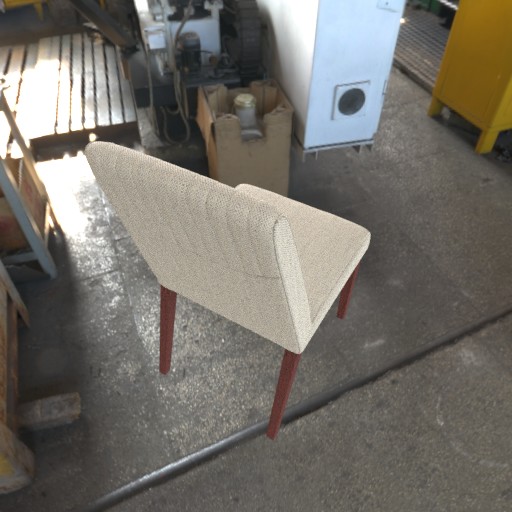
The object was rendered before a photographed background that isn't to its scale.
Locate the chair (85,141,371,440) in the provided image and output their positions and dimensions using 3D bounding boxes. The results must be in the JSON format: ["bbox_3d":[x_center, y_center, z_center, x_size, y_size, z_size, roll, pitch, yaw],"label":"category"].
[{"bbox_3d":[0.000,0.000,1.240,0.480,0.900,0.594,24,50,21],"label":"chair"}]
